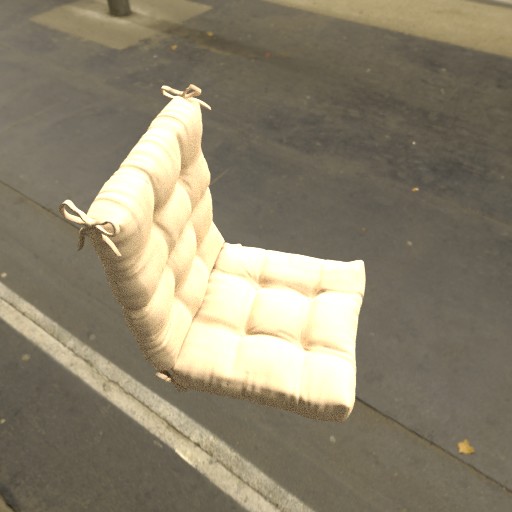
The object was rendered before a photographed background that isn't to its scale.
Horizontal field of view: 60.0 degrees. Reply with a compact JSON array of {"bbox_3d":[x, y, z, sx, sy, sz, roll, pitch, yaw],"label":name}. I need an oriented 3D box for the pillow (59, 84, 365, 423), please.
[{"bbox_3d":[0.000,0.000,1.053,0.571,0.605,0.519,10,48,9],"label":"pillow"}]
